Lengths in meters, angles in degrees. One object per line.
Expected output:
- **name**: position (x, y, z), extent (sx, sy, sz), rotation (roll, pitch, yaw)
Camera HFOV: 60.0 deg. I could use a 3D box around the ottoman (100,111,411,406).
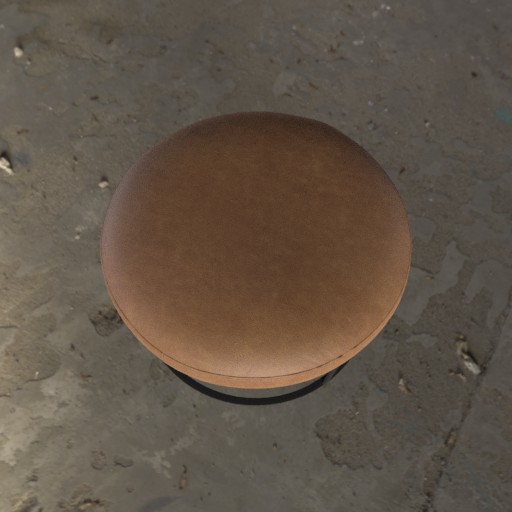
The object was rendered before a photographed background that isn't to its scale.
- **ottoman**: position (0.000, 0.000, 1.245), extent (0.771, 0.460, 0.771), rotation (0, 62, 0)
